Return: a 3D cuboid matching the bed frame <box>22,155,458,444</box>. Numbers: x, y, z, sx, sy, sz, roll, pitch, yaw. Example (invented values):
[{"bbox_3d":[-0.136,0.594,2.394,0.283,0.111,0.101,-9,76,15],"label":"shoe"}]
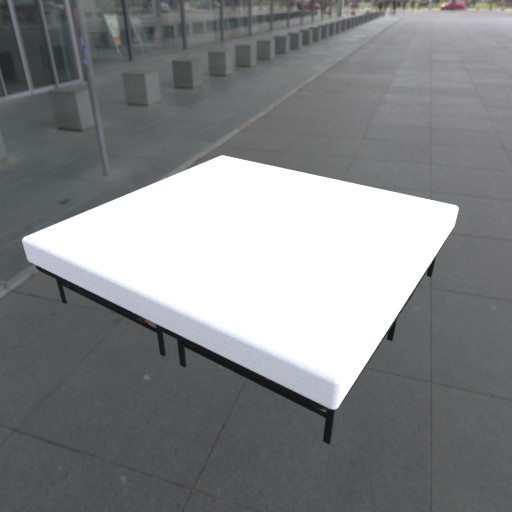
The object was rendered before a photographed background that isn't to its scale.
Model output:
[{"bbox_3d":[0.000,0.000,2.926,2.033,0.525,1.935,19,35,29],"label":"bed frame"}]
